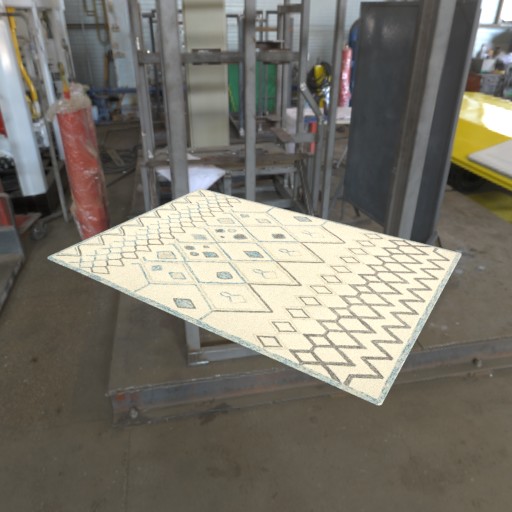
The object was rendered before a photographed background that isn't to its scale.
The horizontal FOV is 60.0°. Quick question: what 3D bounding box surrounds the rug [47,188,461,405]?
[{"bbox_3d":[0.000,0.000,2.363,1.820,0.009,1.260,18,33,29],"label":"rug"}]
